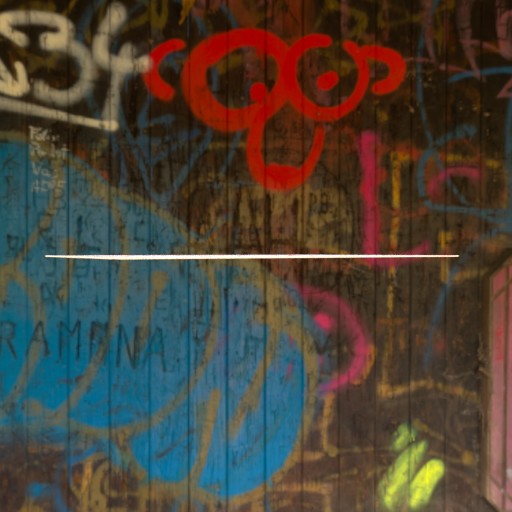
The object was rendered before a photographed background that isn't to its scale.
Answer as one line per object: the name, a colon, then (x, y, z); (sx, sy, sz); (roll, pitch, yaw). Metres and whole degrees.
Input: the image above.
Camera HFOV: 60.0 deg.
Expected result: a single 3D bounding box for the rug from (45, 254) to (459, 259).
rug: (0.000, 0.000, 3.073); (2.440, 0.010, 1.545); (0, 0, -34)
